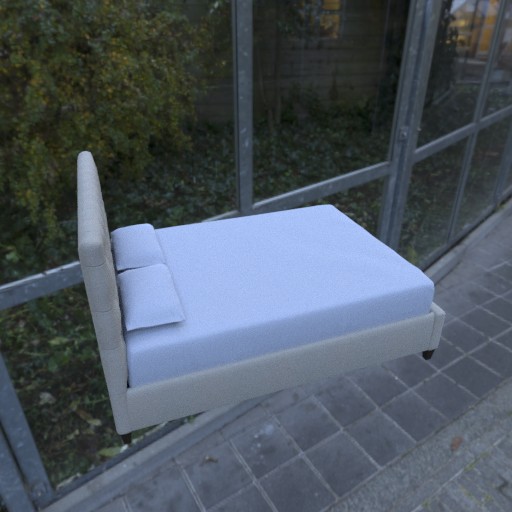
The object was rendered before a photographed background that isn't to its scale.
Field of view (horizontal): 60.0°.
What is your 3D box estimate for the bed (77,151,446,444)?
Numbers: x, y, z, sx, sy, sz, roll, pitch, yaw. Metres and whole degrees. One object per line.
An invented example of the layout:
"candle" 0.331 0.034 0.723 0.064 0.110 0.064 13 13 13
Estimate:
"bed" 0.000 0.000 3.452 2.387 1.427 1.698 -10 30 -17
